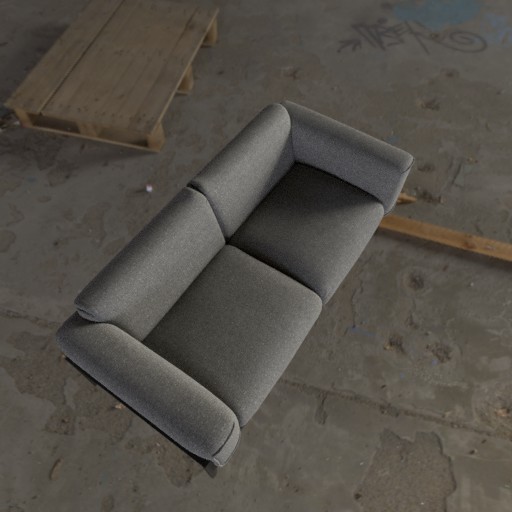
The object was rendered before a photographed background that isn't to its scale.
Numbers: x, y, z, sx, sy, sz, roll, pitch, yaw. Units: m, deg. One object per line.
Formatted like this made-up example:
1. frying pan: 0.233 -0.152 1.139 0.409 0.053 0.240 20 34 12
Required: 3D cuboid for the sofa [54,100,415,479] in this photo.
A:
1. sofa: 0.000 0.000 2.585 0.985 0.703 2.125 30 63 17
